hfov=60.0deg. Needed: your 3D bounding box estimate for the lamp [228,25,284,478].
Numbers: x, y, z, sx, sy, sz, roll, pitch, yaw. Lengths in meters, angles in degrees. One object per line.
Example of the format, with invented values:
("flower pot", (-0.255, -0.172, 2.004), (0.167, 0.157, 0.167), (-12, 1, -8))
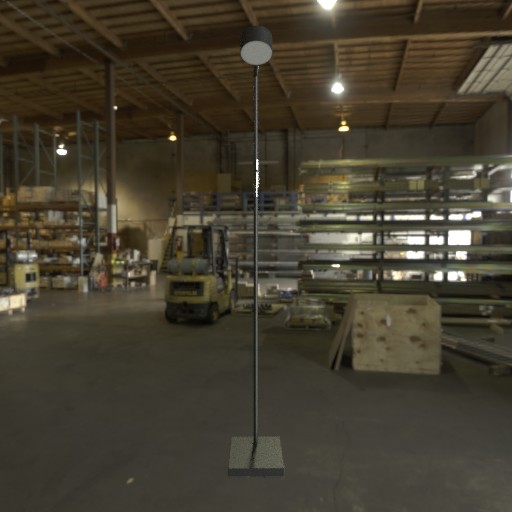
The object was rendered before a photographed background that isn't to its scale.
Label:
("lamp", (0.000, 0.000, 1.683), (0.203, 1.600, 0.304), (0, 2, -1))
